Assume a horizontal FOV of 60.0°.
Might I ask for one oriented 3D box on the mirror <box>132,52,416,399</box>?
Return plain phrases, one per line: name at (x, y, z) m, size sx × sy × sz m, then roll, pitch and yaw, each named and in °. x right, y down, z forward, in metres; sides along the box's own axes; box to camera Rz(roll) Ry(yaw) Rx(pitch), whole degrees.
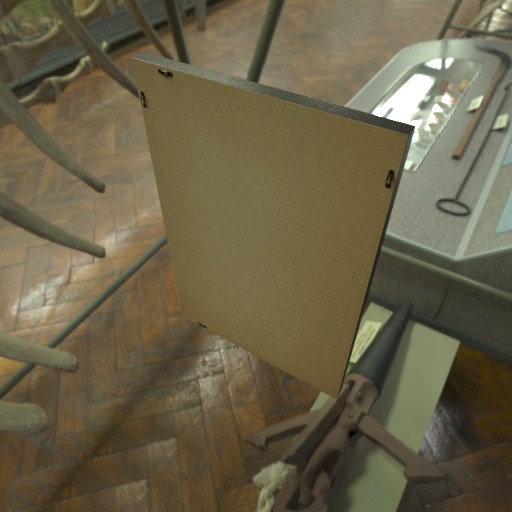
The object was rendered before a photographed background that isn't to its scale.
mirror at (0.000, 0.000, 1.172) m, size 0.609 × 0.915 × 0.041 m, roll 24°, pitch 50°, yaw 22°
